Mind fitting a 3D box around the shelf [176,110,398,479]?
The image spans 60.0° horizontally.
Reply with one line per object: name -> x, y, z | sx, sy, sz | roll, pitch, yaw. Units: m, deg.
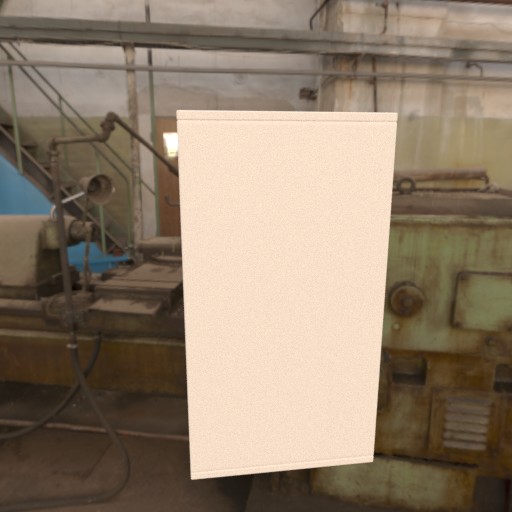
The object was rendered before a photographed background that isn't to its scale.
shelf -> 0.000, 0.000, 1.292 | 0.396, 0.732, 0.895 | -2, 14, -8
